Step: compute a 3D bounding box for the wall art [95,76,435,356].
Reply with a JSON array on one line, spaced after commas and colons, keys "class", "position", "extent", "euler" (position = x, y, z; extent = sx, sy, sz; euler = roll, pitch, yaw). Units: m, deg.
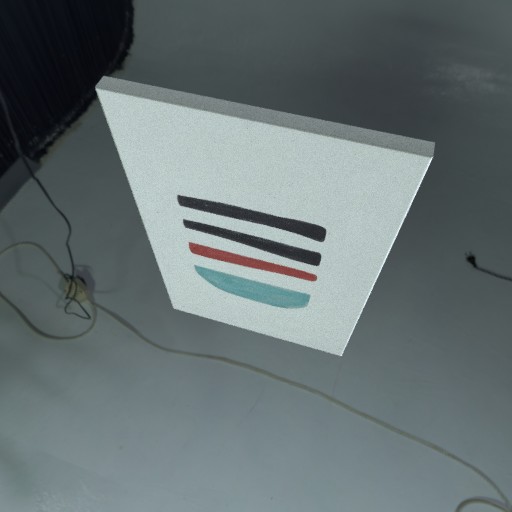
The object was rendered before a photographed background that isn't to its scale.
[{"class": "wall art", "position": [0.000, 0.000, 1.154], "extent": [0.607, 0.912, 0.038], "euler": [14, 58, 9]}]
